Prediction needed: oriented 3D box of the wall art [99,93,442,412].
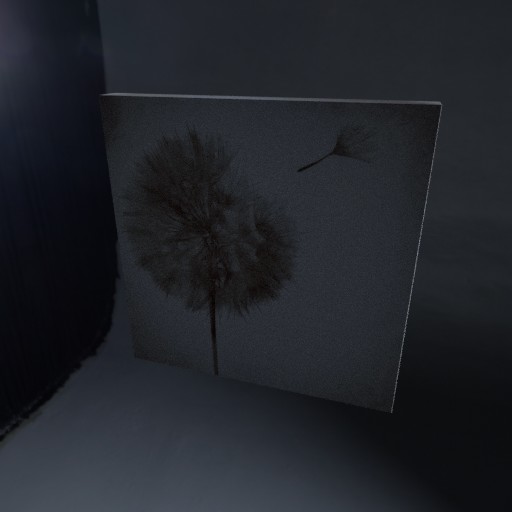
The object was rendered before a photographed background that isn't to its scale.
[{"bbox_3d":[0.000,0.000,0.450,0.303,0.303,0.028,7,25,16],"label":"wall art"}]
